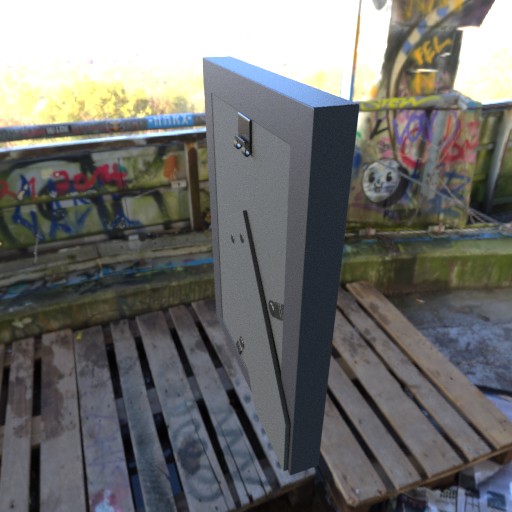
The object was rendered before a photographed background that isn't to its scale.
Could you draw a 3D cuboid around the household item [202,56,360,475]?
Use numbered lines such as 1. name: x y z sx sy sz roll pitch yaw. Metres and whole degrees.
1. household item: 0.000 0.000 0.231 0.022 0.178 0.133 -11 32 -17
